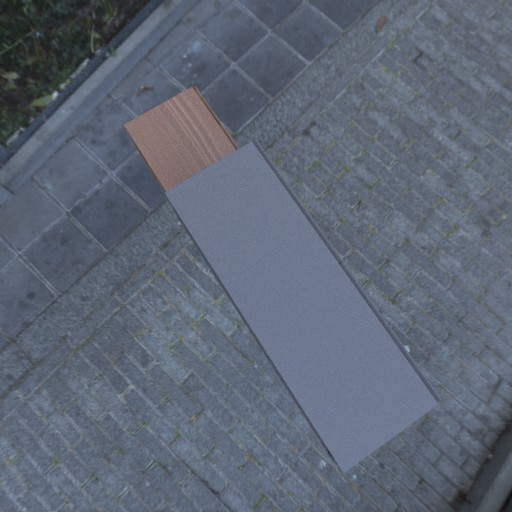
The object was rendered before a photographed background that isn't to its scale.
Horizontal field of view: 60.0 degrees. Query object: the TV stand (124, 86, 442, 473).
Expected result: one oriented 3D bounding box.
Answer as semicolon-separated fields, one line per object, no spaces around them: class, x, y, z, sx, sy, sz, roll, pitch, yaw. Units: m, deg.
TV stand;0.000;0.000;1.583;0.329;0.591;1.336;-32;78;-8
